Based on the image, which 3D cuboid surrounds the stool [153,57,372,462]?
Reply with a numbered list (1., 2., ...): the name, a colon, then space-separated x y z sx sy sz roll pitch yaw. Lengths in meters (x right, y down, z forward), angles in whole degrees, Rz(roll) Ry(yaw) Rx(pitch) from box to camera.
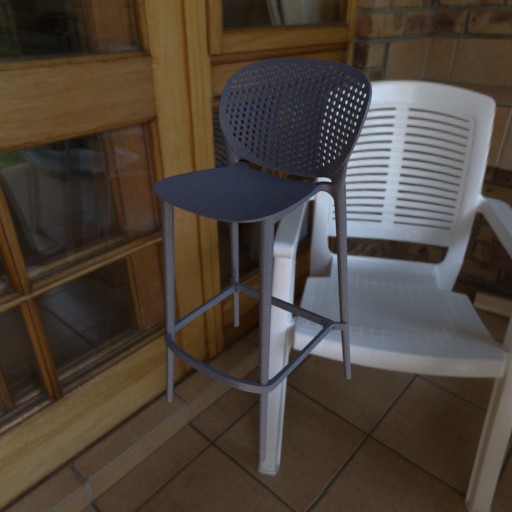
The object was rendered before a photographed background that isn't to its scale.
1. stool: 0.000 0.000 1.329 0.536 1.045 0.535 20 35 30
